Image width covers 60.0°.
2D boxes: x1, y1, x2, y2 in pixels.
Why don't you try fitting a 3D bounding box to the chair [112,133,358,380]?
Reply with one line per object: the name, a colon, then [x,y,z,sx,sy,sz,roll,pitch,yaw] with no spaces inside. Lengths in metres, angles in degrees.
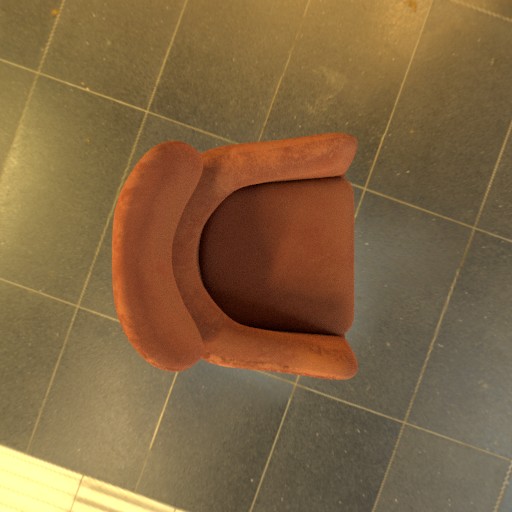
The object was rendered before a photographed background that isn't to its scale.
chair: [0.000,0.000,1.146,0.523,0.772,0.561,0,90,0]
